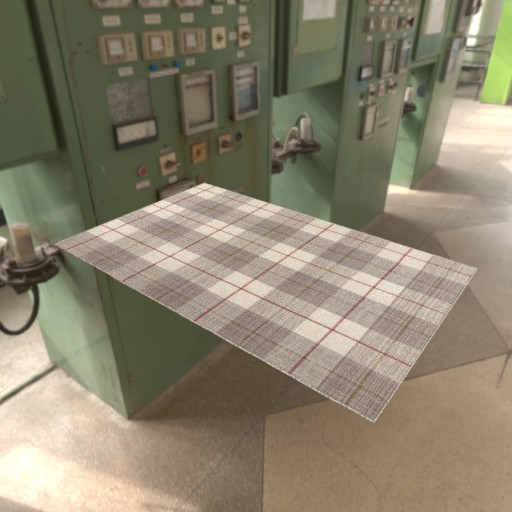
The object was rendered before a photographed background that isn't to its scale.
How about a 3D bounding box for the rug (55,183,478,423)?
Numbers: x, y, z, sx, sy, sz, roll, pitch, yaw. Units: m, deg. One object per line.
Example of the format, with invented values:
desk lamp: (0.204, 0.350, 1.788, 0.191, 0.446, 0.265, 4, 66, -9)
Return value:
rug: (0.000, 0.000, 3.010, 2.464, 0.010, 1.549, 22, 37, 32)
